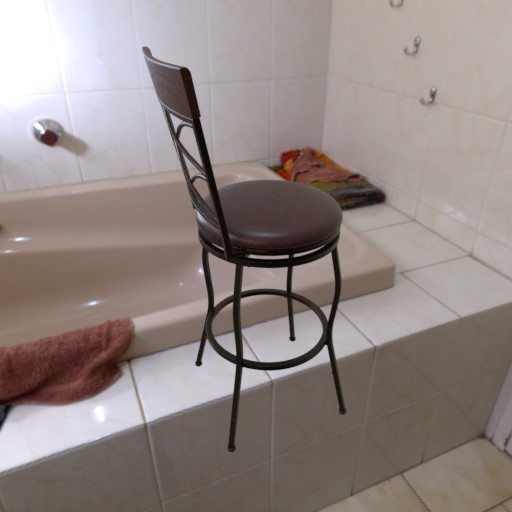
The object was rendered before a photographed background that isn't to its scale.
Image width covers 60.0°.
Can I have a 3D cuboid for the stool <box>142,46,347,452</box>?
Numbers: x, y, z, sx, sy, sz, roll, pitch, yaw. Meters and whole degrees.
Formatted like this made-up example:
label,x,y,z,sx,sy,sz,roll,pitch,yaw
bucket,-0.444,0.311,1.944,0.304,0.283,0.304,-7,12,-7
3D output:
label,x,y,z,sx,sy,sz,roll,pitch,yaw
stool,0.000,0.000,1.342,0.513,1.130,0.448,-11,32,-18
